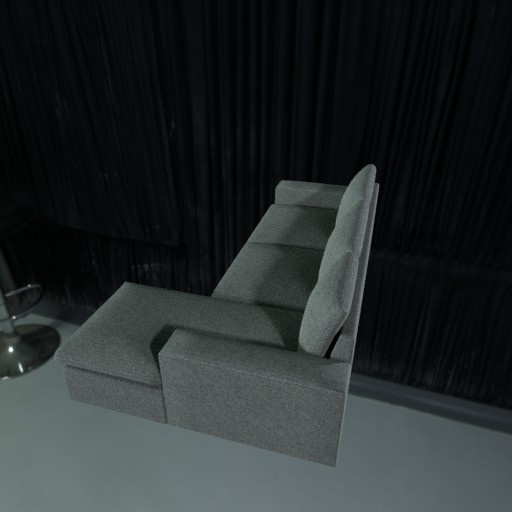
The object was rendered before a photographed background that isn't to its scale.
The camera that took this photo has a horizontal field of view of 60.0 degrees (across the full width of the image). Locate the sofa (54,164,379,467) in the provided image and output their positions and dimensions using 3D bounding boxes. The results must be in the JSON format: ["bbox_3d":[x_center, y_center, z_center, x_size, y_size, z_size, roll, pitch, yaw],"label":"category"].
[{"bbox_3d":[0.000,0.000,3.476,1.689,0.940,2.718,8,31,14],"label":"sofa"}]
